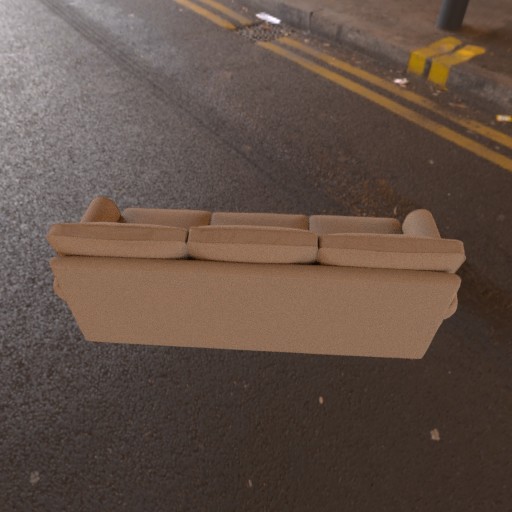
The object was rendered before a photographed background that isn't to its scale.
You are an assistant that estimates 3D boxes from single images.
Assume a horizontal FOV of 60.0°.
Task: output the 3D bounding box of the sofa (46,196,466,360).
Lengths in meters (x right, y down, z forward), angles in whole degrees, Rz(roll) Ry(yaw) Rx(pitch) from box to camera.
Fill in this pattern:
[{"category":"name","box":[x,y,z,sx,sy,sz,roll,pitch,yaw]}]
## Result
[{"category":"sofa","box":[0.000,0.000,2.871,2.354,0.948,0.966,3,46,2]}]
